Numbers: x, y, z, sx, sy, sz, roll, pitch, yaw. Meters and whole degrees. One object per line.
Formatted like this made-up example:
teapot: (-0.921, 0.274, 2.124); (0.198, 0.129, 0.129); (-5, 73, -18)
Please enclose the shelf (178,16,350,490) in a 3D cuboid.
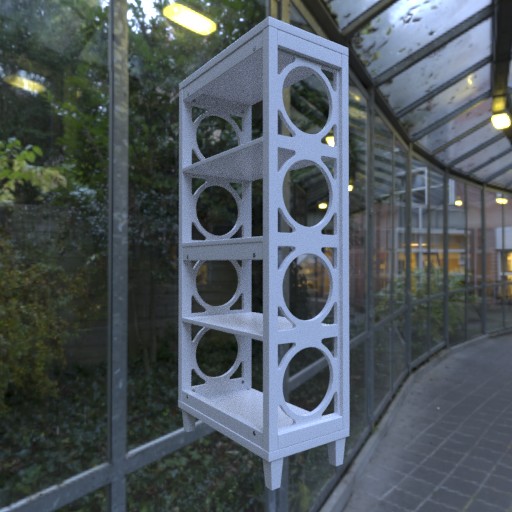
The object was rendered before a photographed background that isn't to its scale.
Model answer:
shelf: (0.000, 0.000, 1.648); (0.340, 1.411, 0.611); (1, -1, -35)
